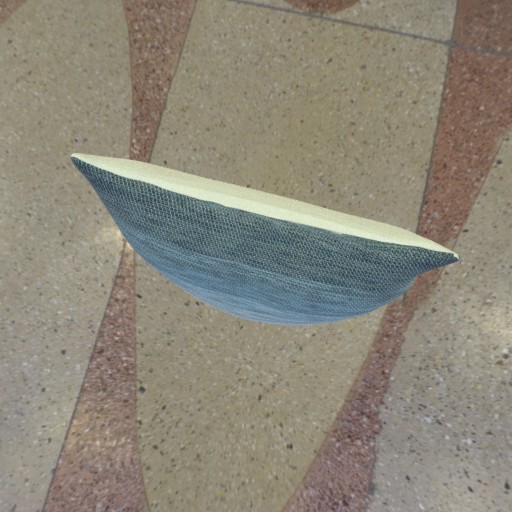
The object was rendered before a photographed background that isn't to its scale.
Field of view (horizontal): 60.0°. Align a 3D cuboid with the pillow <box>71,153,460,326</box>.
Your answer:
[{"bbox_3d":[0.000,0.000,0.675,0.440,0.441,0.182,15,76,4],"label":"pillow"}]
